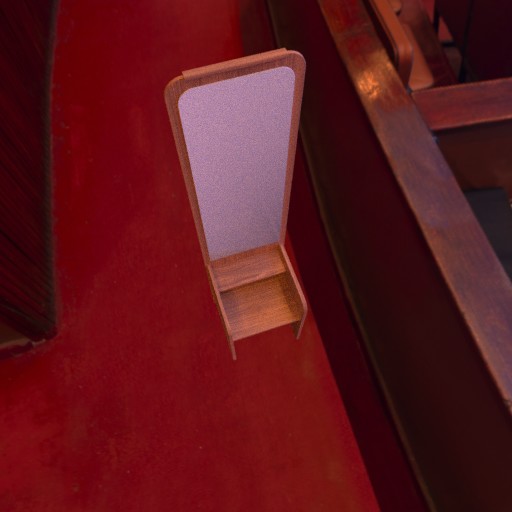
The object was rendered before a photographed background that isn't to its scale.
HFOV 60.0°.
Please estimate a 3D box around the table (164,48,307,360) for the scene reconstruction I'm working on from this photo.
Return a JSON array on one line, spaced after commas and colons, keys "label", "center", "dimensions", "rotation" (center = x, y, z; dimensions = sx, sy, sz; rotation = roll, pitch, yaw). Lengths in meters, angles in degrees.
[{"label": "table", "center": [0.000, 0.000, 2.031], "dimensions": [0.450, 1.830, 0.420], "rotation": [-17, 65, -8]}]
